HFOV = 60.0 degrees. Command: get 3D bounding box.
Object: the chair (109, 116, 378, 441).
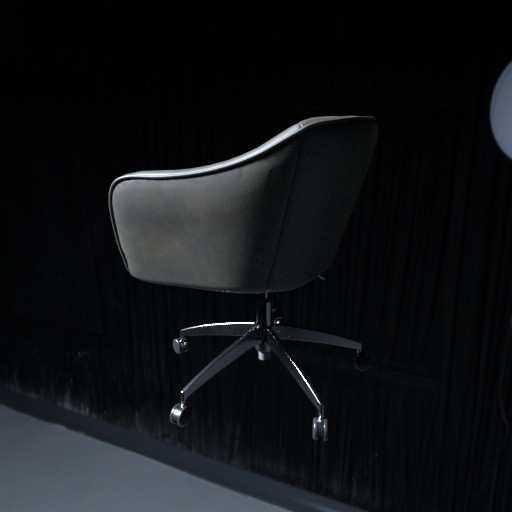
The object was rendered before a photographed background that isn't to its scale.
[{"bbox_3d":[0.000,0.000,1.379,0.689,0.827,0.713,8,19,25],"label":"chair"}]
